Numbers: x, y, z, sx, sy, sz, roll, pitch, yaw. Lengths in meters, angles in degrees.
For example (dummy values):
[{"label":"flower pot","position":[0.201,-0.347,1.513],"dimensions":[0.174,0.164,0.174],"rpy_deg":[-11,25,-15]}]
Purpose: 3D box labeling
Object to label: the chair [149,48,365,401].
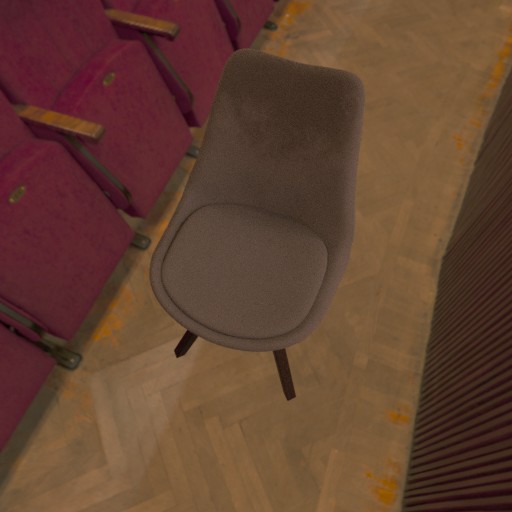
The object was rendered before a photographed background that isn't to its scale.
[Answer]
[{"label":"chair","position":[0.000,0.000,1.203],"dimensions":[0.476,0.850,0.550],"rpy_deg":[18,60,11]}]
